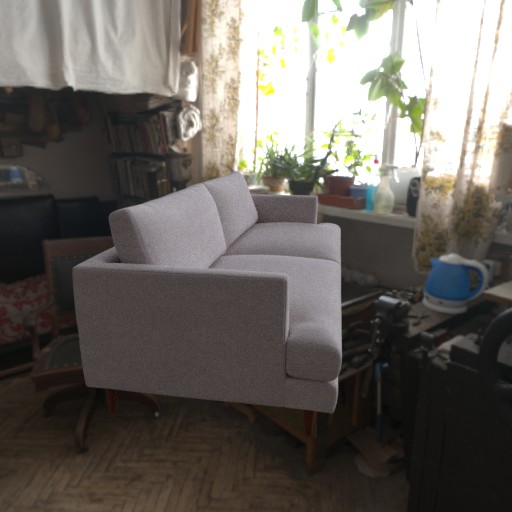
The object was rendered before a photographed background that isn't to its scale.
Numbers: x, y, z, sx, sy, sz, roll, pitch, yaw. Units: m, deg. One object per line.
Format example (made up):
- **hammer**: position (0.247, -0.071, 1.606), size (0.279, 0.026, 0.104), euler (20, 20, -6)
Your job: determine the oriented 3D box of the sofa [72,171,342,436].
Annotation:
- **sofa**: position (0.000, 0.000, 2.689), size (1.020, 0.868, 2.250), euler (3, 15, 10)
